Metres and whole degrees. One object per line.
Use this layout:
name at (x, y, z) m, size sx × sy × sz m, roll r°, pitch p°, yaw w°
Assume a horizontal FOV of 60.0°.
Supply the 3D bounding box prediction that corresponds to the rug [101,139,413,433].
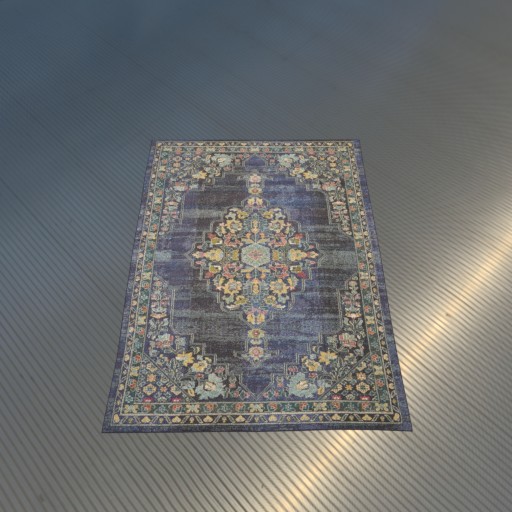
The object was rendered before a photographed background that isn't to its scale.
rug at (0.000, 0.000, 4.807) m, size 2.716 × 0.035 × 3.612 m, roll 0°, pitch 58°, yaw 0°
